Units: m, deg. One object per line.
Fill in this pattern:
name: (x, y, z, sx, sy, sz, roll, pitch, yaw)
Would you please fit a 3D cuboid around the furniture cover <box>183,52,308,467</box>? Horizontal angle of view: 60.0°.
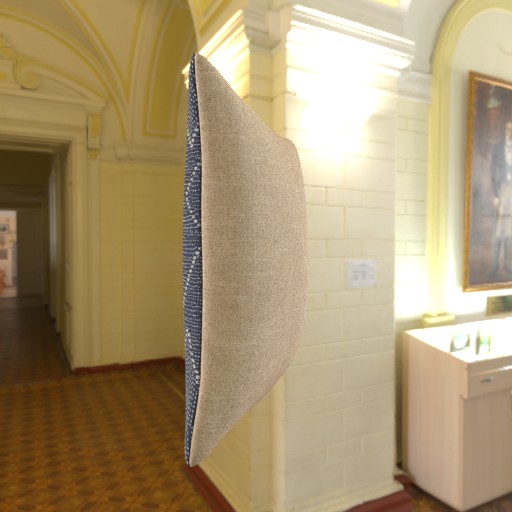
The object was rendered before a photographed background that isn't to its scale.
furniture cover: (0.000, 0.000, 0.772, 0.162, 0.503, 0.511, 0, 1, 18)
